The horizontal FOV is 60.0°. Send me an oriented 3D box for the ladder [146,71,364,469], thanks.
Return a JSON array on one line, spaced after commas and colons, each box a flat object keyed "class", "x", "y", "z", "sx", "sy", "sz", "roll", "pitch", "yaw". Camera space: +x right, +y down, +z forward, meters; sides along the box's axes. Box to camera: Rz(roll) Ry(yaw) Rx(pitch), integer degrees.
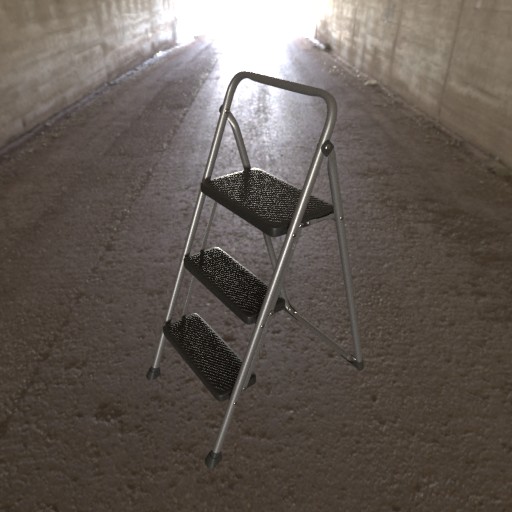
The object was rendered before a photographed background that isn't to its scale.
[{"class": "ladder", "x": 0.000, "y": 0.000, "z": 1.274, "sx": 0.629, "sy": 0.945, "sz": 0.430, "roll": -21, "pitch": 37, "yaw": -30}]
